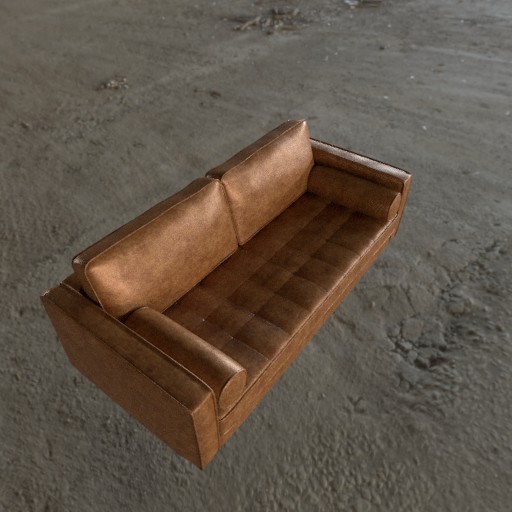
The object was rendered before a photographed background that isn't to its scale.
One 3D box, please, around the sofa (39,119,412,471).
[{"bbox_3d":[0.000,0.000,2.373,0.924,0.825,1.920,27,49,26],"label":"sofa"}]
